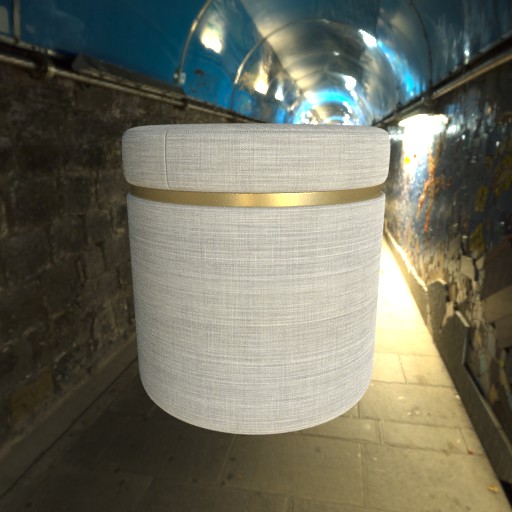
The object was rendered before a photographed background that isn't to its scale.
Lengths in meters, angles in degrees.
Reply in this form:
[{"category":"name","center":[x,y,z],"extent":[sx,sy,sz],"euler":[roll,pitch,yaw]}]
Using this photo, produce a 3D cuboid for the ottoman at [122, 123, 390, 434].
[{"category":"ottoman","center":[0.000,0.000,0.731],"extent":[0.400,0.406,0.400],"euler":[0,14,0]}]
